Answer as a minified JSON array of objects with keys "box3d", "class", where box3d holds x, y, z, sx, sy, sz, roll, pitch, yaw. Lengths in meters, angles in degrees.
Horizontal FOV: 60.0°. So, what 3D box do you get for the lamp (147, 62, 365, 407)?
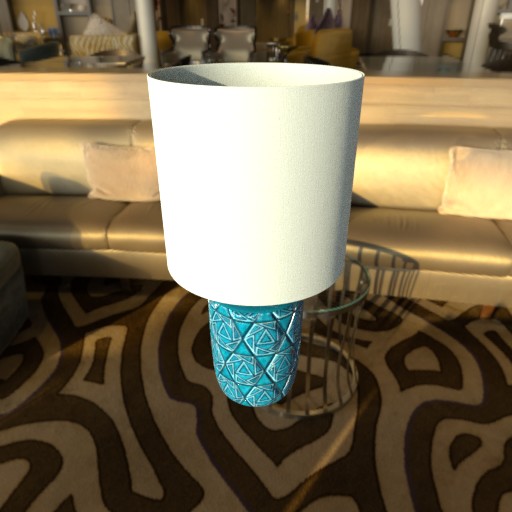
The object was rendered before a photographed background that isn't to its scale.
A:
[{"box3d":[0.000,0.000,0.490,0.193,0.377,0.193,0,28,0],"class":"lamp"}]
